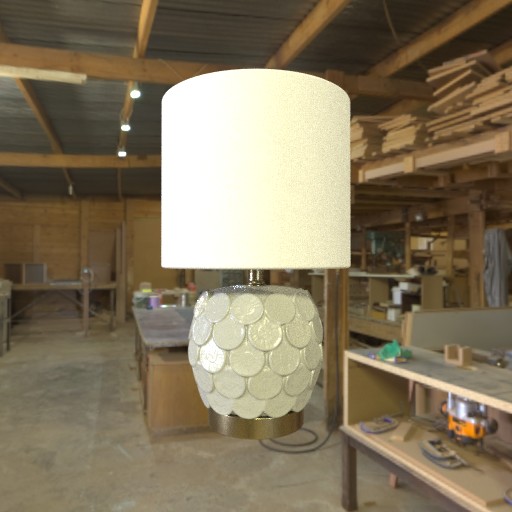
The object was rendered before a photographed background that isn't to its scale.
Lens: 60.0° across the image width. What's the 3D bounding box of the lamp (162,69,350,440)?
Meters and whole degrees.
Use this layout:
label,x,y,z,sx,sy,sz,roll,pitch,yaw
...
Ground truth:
label,x,y,z,sx,sy,sz,roll,pitch,yaw
lamp,0.000,0.000,0.610,0.254,0.452,0.254,0,0,0
